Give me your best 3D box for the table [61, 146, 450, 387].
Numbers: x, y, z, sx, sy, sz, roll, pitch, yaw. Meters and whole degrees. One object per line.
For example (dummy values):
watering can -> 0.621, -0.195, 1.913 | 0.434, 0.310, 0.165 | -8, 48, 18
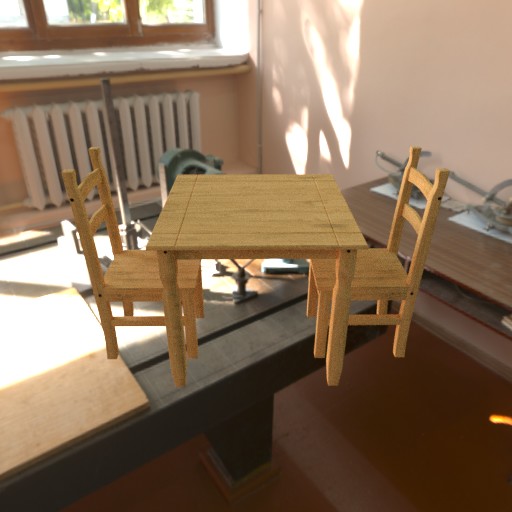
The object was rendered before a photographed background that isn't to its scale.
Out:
table -> 0.000, 0.000, 2.096 | 1.501, 0.942, 0.813 | 0, 29, -1
